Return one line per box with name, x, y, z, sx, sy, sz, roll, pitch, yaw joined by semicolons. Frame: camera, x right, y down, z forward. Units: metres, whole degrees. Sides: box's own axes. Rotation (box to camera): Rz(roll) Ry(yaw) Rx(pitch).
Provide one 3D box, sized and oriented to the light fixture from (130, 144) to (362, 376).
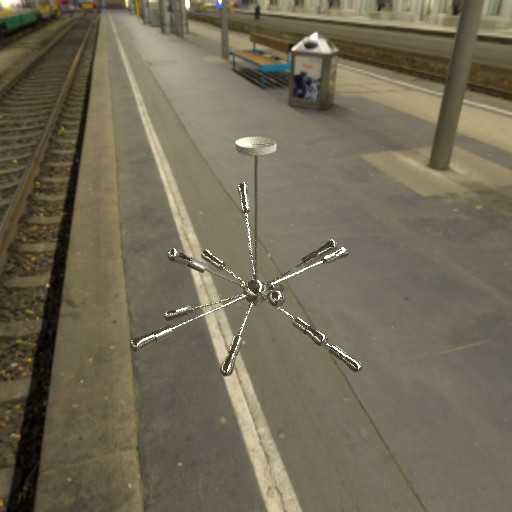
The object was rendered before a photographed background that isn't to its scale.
light fixture;0.000;0.000;1.080;0.684;0.558;0.509;-21;36;-32
